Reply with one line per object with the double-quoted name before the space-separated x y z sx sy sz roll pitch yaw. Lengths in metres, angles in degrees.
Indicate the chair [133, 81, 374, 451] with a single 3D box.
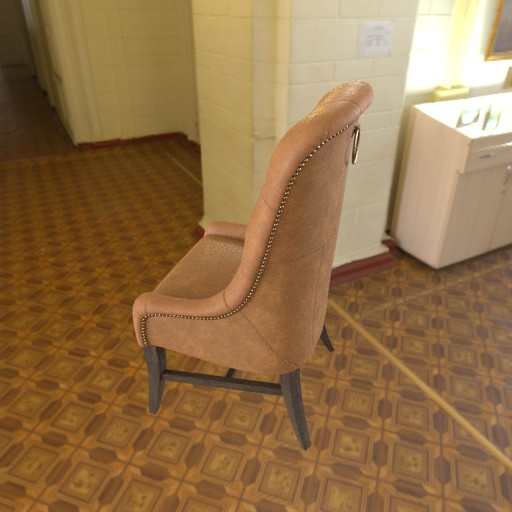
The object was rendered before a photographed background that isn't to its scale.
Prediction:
"chair" 0.000 0.000 1.472 0.629 1.091 0.634 9 31 15
